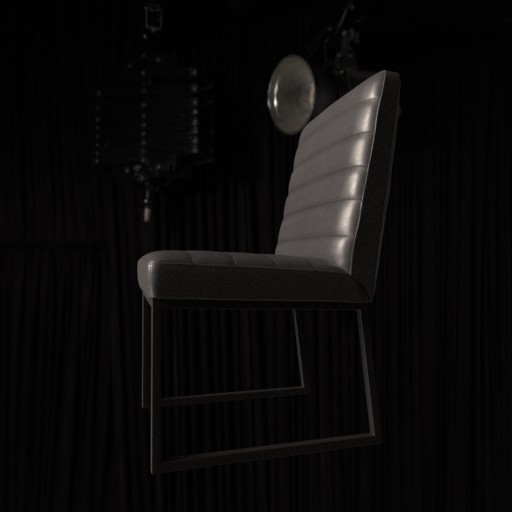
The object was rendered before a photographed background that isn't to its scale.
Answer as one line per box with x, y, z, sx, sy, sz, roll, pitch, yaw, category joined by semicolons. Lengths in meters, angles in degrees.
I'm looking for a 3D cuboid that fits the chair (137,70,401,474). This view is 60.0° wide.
0.000;0.000;1.248;0.634;0.930;0.520;0;-1;-17;chair
